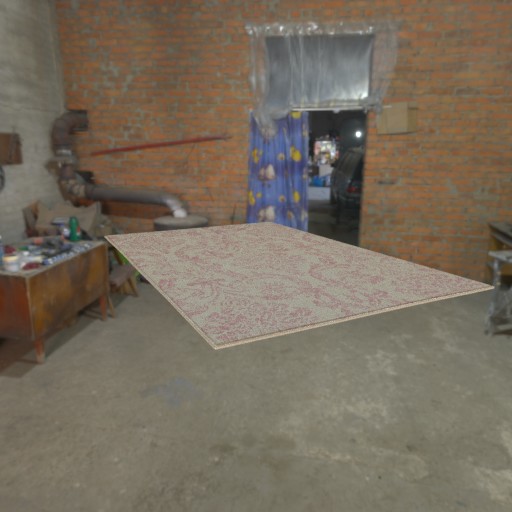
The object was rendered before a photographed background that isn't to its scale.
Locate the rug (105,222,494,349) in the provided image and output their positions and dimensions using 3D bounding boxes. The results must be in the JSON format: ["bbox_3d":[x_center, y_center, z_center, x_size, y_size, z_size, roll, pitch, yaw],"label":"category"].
[{"bbox_3d":[0.000,0.000,2.306,1.219,0.012,1.839,-7,15,-27],"label":"rug"}]
